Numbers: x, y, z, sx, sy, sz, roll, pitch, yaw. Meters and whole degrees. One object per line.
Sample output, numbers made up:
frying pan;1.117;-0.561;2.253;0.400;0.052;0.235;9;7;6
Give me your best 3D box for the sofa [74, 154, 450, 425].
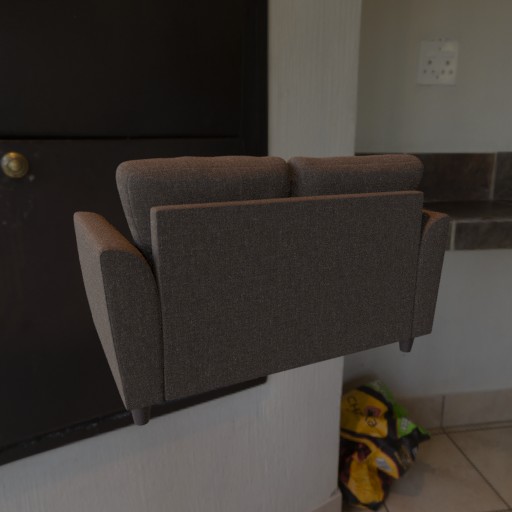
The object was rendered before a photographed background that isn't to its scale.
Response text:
sofa;0.000;0.000;1.971;1.423;0.885;0.851;-7;16;-26
